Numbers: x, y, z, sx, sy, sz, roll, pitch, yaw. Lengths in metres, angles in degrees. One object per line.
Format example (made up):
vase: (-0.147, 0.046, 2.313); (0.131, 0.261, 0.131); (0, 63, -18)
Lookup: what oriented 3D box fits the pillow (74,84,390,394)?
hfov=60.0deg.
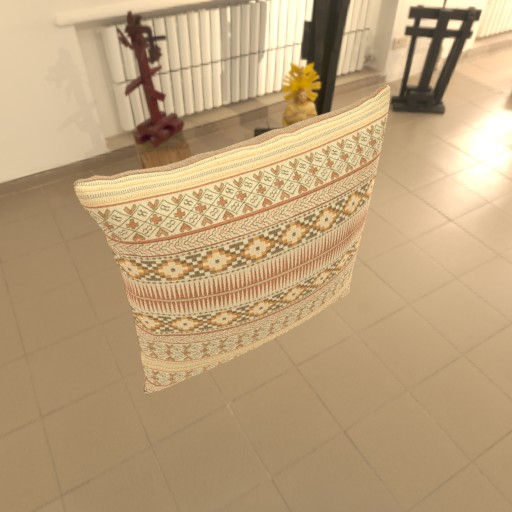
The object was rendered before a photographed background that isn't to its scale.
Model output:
pillow: (0.000, 0.000, 0.804); (0.521, 0.519, 0.215); (-23, 49, -22)
